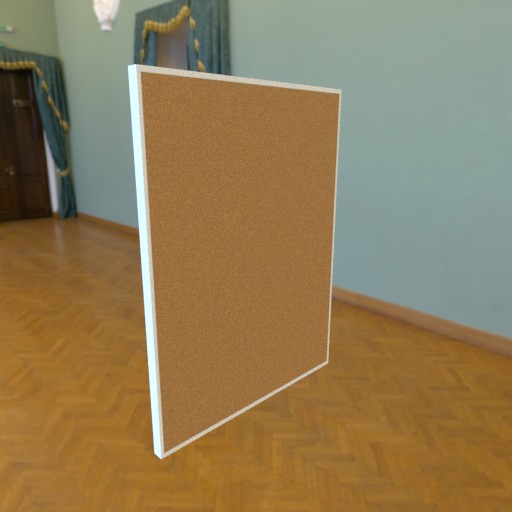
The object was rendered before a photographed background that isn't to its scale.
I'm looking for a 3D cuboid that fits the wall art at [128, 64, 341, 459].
[{"bbox_3d":[0.000,0.000,1.414,0.795,1.050,0.039,-14,21,-43],"label":"wall art"}]
